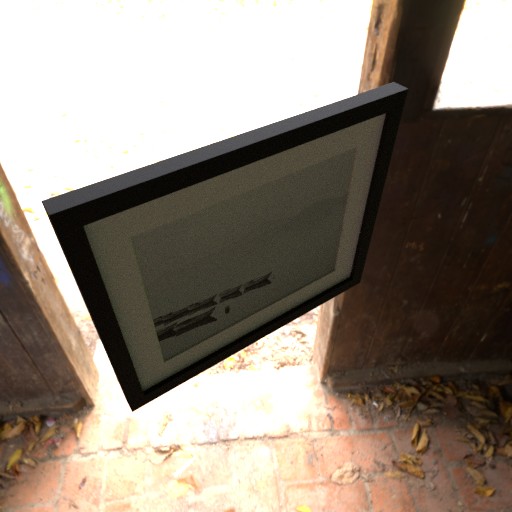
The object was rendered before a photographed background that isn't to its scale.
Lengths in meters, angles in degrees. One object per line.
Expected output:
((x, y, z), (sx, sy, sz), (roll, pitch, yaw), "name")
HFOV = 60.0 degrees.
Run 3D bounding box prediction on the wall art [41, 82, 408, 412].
((0.000, 0.000, 0.752), (0.554, 0.454, 0.030), (-25, 50, -23), "wall art")
